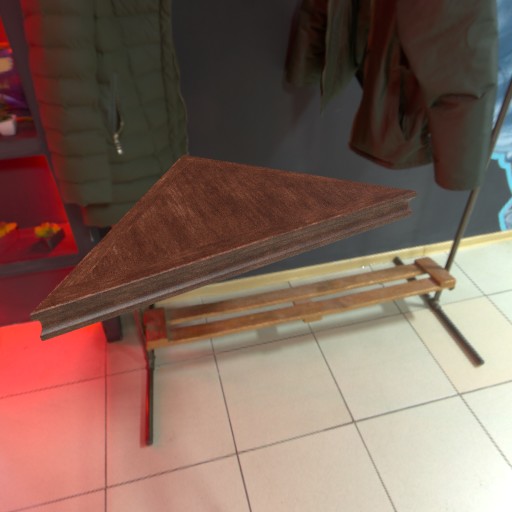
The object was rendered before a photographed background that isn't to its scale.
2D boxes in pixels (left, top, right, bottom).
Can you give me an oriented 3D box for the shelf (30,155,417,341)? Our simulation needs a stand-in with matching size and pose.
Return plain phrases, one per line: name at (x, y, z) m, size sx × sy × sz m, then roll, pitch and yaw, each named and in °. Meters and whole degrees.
shelf at (0.000, 0.000, 0.448) m, size 0.296 × 0.035 × 0.296 m, roll 12°, pitch 41°, yaw 14°
